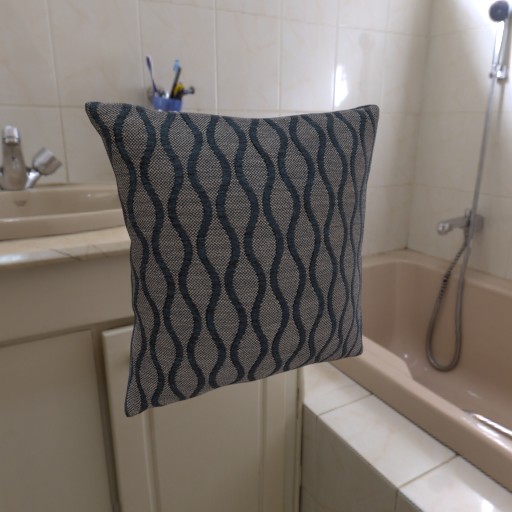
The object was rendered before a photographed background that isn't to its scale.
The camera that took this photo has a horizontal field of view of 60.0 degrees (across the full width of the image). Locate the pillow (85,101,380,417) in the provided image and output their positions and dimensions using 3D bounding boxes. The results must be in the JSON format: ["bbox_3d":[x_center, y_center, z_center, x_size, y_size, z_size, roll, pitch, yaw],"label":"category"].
[{"bbox_3d":[0.000,0.000,0.658,0.435,0.435,0.159,-8,18,-26],"label":"pillow"}]
